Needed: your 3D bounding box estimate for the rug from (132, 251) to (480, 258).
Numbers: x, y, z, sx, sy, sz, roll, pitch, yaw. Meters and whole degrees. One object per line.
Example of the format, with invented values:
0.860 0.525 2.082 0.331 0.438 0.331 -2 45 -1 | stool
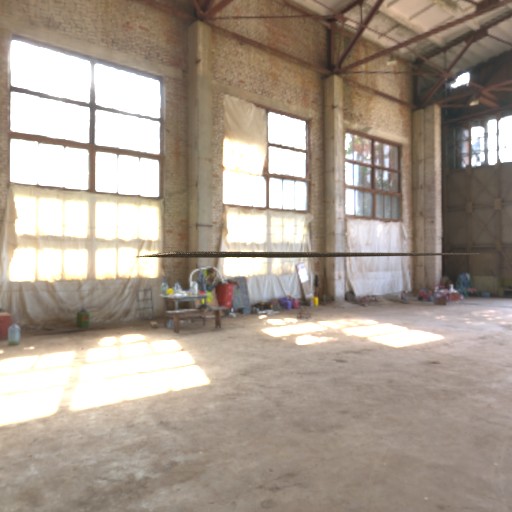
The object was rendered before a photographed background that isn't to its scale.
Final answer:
0.000 0.000 3.101 1.523 0.008 2.438 0 -1 -19 | rug
